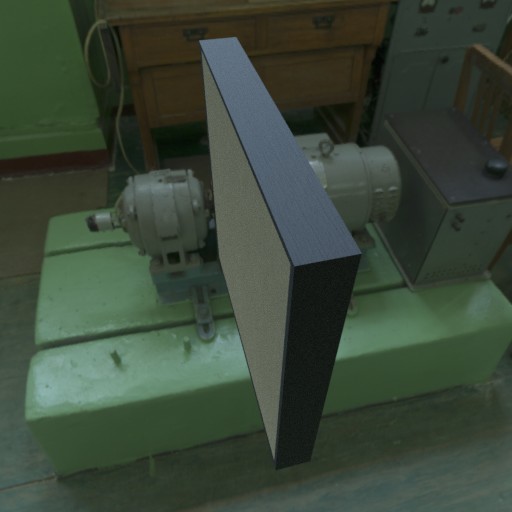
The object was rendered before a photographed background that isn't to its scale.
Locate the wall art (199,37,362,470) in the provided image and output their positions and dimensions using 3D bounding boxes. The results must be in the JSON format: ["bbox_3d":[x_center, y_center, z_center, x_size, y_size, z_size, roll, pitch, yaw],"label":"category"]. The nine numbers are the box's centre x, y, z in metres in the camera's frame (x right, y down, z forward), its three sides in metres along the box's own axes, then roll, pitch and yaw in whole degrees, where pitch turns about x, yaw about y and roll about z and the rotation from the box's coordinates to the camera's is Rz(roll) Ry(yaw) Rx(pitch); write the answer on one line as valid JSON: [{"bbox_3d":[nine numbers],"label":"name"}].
[{"bbox_3d":[0.000,0.000,0.435,0.036,0.300,0.302,-10,47,-10],"label":"wall art"}]
